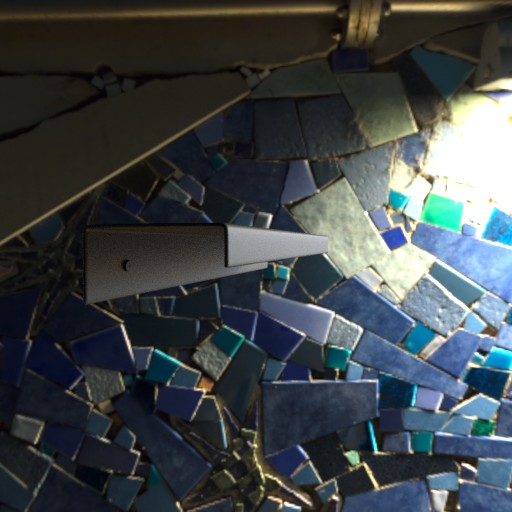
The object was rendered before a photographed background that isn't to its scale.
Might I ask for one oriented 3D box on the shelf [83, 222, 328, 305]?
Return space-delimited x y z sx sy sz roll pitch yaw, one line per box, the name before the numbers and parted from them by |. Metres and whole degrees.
shelf | 0.000 0.000 0.493 0.102 0.053 0.456 0 2 17
